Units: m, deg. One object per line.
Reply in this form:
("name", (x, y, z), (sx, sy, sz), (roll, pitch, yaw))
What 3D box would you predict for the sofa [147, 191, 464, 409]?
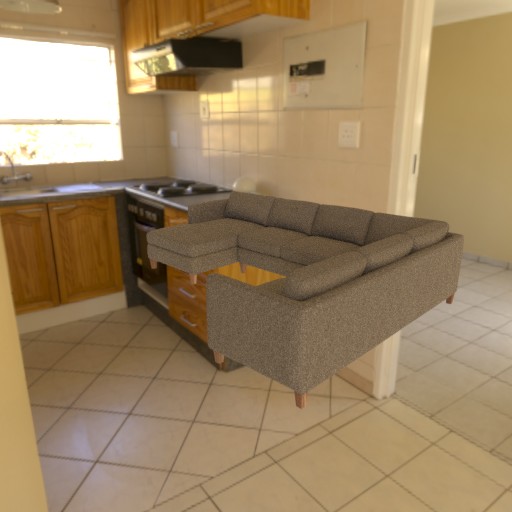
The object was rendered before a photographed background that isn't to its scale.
("sofa", (0.000, 0.000, 4.561), (3.238, 0.853, 2.551), (16, 23, 42))
